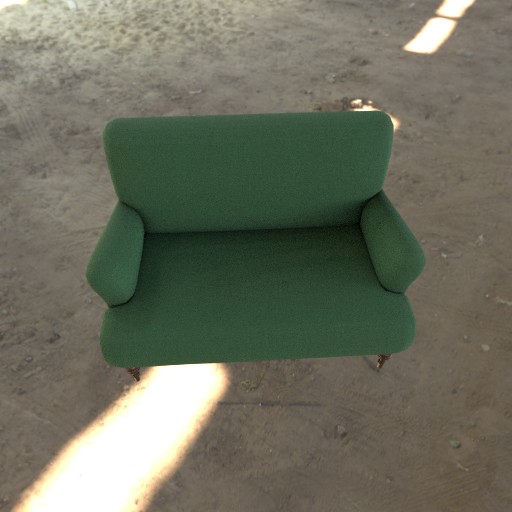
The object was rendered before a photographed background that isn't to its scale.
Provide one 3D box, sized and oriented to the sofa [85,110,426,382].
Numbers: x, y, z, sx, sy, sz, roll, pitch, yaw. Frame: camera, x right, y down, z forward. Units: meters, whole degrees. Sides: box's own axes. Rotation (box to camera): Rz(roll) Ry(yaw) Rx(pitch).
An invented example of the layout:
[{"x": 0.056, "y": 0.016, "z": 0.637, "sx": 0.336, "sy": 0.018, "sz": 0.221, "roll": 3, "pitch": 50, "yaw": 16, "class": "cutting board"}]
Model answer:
[{"x": 0.000, "y": 0.000, "z": 1.863, "sx": 1.297, "sy": 0.889, "sz": 0.779, "roll": -2, "pitch": 46, "yaw": -2, "class": "sofa"}]
